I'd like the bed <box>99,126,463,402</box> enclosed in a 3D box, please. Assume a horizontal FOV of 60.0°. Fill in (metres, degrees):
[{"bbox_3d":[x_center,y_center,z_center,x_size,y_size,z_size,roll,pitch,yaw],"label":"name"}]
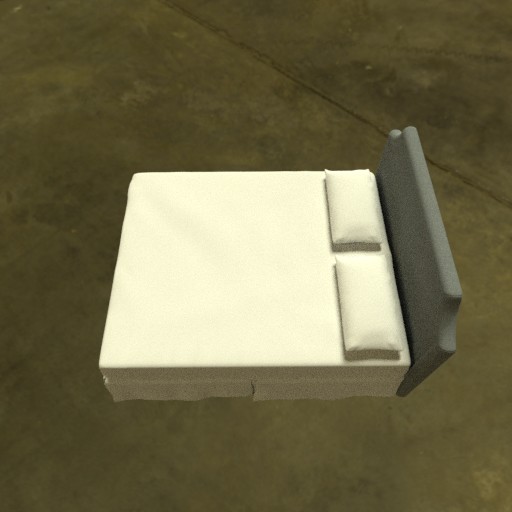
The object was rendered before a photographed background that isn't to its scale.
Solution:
[{"bbox_3d":[0.000,0.000,3.299,2.259,1.296,1.811,0,58,0],"label":"bed"}]
